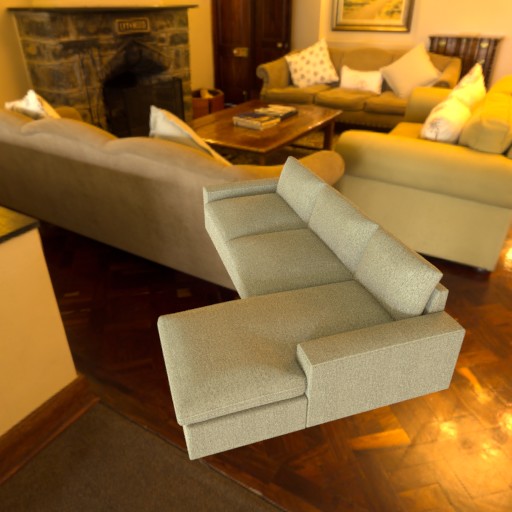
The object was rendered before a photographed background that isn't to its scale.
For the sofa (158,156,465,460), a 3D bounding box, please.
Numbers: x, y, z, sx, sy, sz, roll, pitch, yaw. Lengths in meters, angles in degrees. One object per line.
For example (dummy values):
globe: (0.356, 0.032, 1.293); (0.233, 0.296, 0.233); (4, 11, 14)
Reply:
sofa: (0.000, 0.000, 3.507); (1.689, 0.813, 2.718); (-9, 31, -15)
